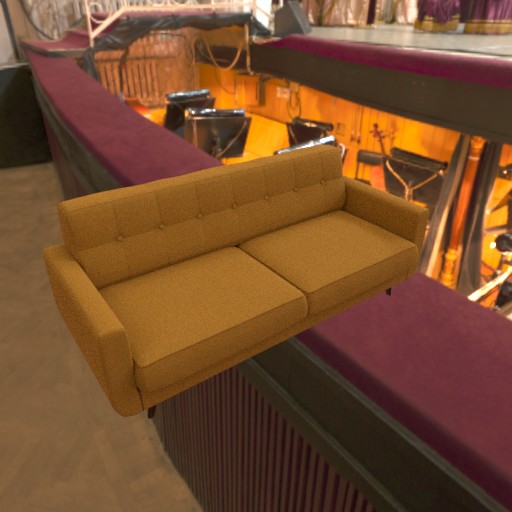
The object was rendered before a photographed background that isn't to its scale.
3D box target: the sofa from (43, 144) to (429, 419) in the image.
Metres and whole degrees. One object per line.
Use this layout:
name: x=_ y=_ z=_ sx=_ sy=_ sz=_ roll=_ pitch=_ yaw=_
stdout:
sofa: x=0.000 y=0.000 z=2.513 sx=2.029 sy=0.841 sz=0.909 roll=-20 pitch=35 yaw=-31
